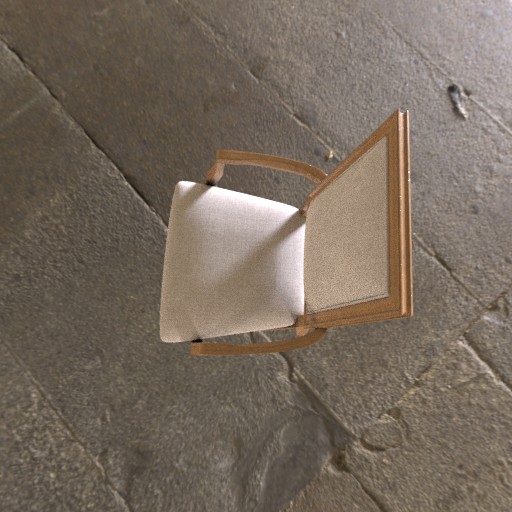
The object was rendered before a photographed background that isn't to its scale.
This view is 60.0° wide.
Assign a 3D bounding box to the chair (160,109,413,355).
[{"bbox_3d":[0.000,0.000,1.338,0.602,0.990,0.606,3,77,1],"label":"chair"}]
